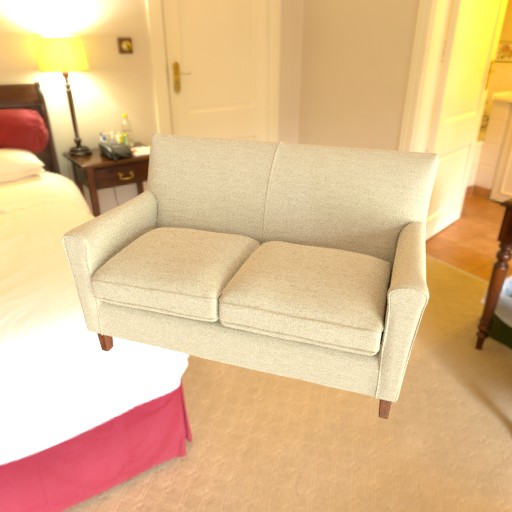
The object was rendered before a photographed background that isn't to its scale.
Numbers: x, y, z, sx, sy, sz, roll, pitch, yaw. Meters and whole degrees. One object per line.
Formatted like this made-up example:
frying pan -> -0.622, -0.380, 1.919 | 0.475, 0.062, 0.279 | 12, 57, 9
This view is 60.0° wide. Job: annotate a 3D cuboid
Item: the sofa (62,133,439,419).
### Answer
sofa -> 0.000, 0.000, 2.072 | 1.482, 0.892, 0.891 | 9, 28, 17
